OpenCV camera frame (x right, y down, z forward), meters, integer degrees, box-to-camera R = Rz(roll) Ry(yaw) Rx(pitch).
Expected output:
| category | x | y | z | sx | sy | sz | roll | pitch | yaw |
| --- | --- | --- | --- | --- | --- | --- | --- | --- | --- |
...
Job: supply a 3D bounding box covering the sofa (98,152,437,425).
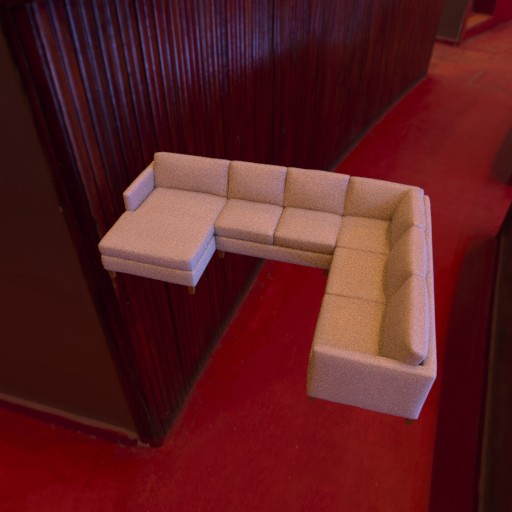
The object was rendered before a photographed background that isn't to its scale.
| category | x | y | z | sx | sy | sz | roll | pitch | yaw |
| --- | --- | --- | --- | --- | --- | --- | --- | --- | --- |
| sofa | 0.000 | 0.000 | 4.671 | 3.460 | 0.961 | 2.594 | 10 | 41 | 12 |
